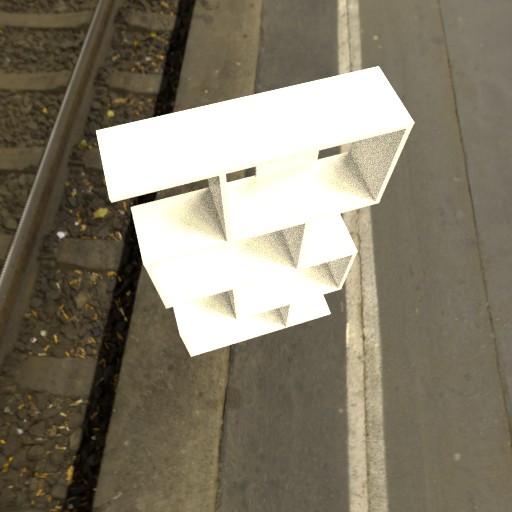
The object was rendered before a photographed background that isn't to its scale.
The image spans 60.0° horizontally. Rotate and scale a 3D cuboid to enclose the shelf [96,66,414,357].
[{"bbox_3d":[0.000,0.000,2.020,0.890,1.650,0.250,-16,64,-8],"label":"shelf"}]
